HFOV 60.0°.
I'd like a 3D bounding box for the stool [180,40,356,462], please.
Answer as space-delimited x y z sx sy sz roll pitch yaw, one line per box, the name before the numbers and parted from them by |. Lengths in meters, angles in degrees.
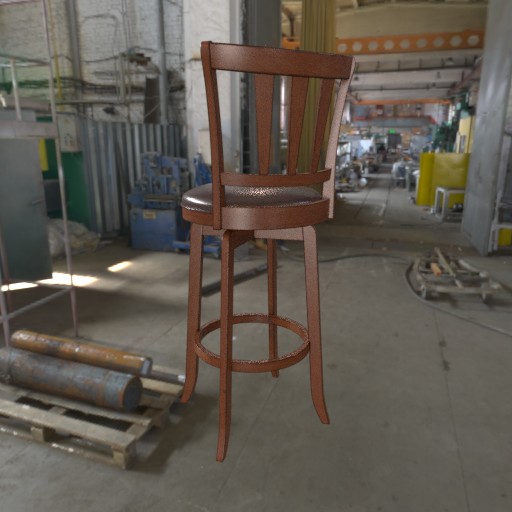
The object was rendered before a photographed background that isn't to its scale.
stool | 0.000 0.000 1.430 0.464 1.177 0.503 -8 17 -27
